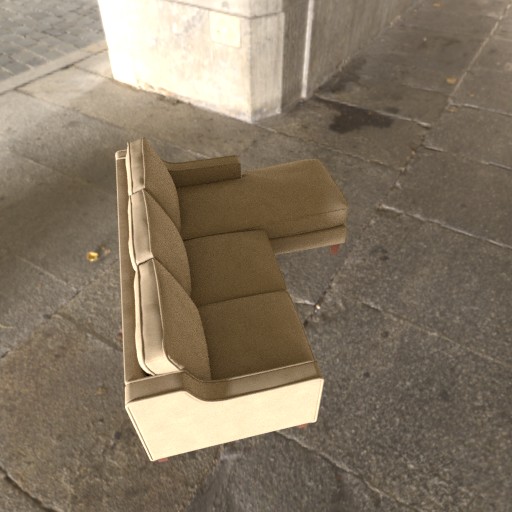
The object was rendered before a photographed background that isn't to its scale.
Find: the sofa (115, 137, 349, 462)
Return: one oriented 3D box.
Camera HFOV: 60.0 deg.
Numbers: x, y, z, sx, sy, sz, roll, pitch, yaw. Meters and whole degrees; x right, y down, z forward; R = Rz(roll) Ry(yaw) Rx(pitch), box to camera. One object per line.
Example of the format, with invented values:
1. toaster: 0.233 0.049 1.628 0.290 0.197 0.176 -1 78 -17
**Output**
1. sofa: 0.000 0.000 3.300 1.858 1.066 2.317 -10 46 -10
